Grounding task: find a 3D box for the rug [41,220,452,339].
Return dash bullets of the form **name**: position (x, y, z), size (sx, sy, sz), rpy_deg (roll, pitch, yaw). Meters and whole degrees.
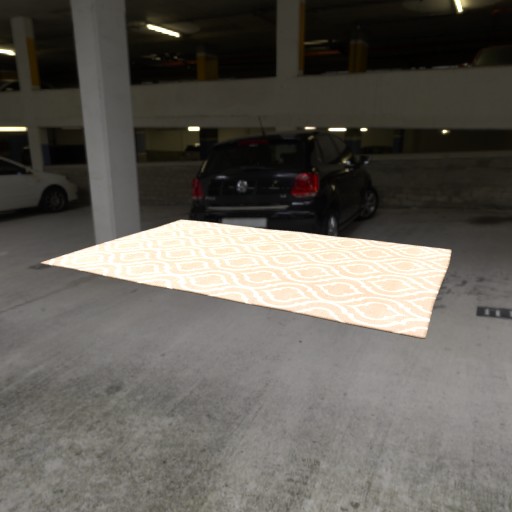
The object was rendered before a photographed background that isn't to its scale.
- **rug**: position (0.000, 0.000, 2.236), size (1.761, 0.013, 1.152), rpy_deg (8, 18, 26)
